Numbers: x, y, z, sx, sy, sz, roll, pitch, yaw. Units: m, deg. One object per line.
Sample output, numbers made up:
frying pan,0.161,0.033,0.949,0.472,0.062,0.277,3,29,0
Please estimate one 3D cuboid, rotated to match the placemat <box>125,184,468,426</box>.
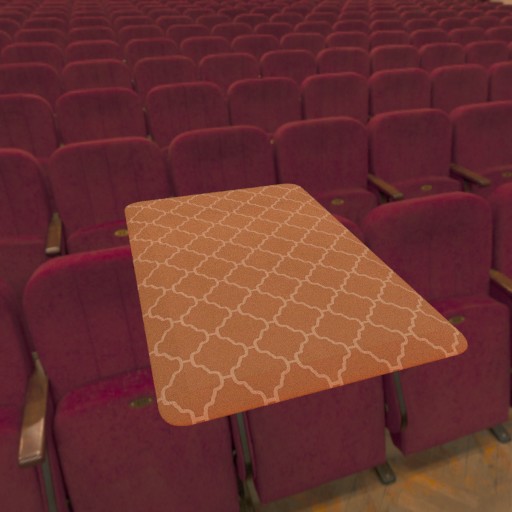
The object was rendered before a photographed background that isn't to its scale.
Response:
placemat,0.000,0.000,0.958,0.508,0.021,0.762,-9,32,-15
